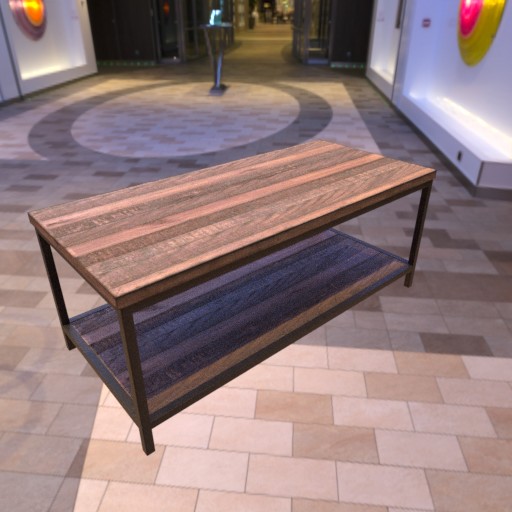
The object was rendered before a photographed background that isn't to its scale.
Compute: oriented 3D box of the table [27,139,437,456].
[{"bbox_3d":[0.000,0.000,1.242,0.990,0.399,0.452,-23,36,-35],"label":"table"}]
